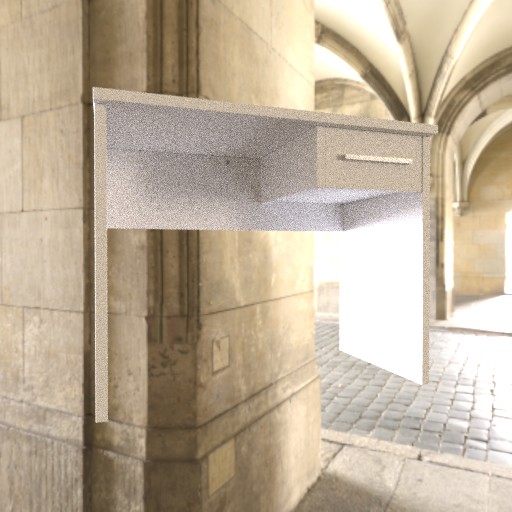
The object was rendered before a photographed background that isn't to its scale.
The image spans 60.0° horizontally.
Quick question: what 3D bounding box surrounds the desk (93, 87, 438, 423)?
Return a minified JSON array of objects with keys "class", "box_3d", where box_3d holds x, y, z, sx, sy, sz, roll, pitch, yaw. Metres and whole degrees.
[{"class":"desk","box_3d":[0.000,0.000,1.327,0.900,0.729,0.498,0,1,-19]}]
